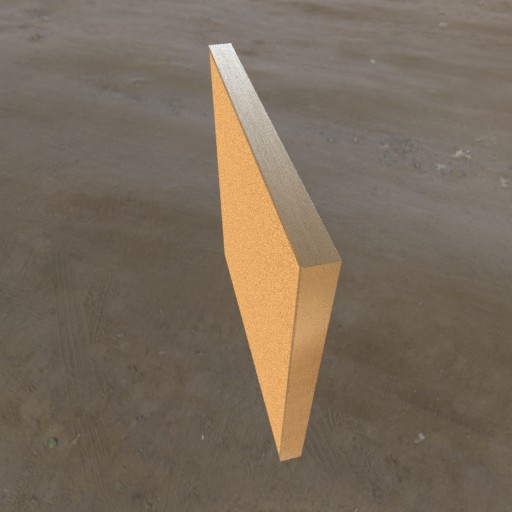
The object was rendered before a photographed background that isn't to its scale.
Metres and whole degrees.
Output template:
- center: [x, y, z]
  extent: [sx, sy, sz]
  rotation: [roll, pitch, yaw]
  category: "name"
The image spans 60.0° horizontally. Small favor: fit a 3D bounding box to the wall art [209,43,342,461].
- center: [0.000, 0.000, 0.762]
  extent: [0.038, 0.511, 0.513]
  rotation: [-10, 48, -9]
  category: "wall art"
